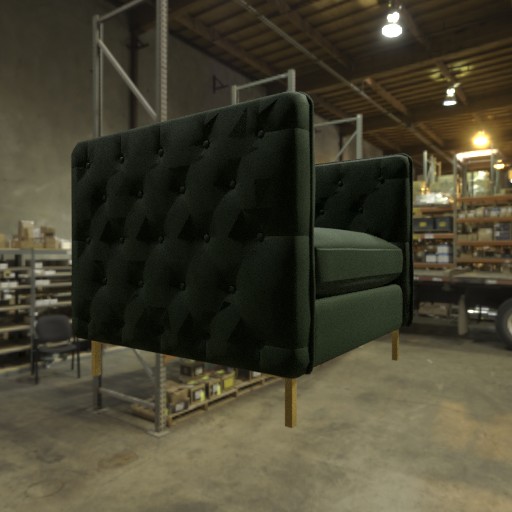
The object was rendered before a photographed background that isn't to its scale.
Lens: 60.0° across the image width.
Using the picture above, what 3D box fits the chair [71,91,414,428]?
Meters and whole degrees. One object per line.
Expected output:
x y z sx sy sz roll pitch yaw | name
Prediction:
0.000 0.000 1.530 0.855 0.768 0.917 0 1 35 | chair
